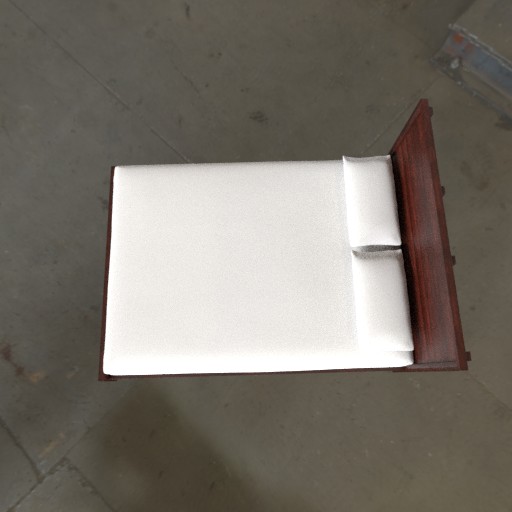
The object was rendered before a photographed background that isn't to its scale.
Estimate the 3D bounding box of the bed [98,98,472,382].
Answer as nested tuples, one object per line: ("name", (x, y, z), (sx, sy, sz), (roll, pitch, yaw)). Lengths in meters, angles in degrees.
("bed", (0.000, 0.000, 3.875), (2.803, 1.492, 2.040), (-2, 75, 0))
